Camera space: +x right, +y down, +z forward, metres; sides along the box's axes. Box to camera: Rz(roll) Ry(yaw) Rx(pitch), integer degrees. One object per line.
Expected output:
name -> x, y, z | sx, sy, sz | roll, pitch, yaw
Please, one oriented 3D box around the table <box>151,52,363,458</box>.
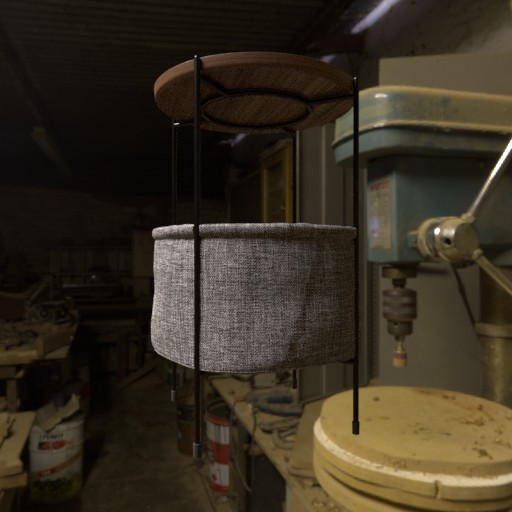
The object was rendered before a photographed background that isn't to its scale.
table -> 0.000, 0.000, 0.865 | 0.400, 0.623, 0.400 | 0, 0, -18
